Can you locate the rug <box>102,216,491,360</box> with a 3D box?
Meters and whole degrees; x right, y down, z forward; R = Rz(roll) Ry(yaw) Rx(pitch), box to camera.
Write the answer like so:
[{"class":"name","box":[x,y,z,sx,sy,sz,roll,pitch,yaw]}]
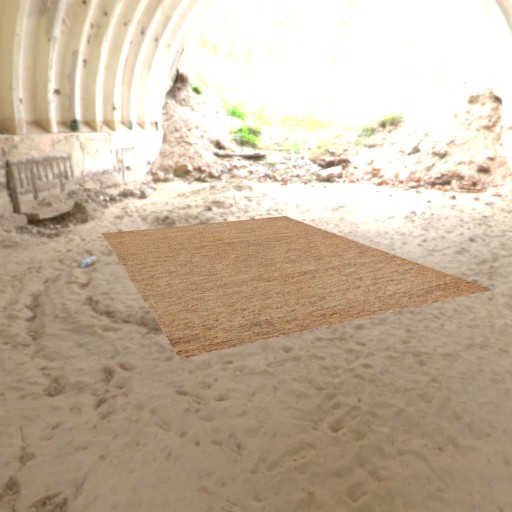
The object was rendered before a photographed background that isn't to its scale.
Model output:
[{"class":"rug","box":[0.000,0.000,4.256,2.438,0.012,3.200,-8,18,-25]}]
